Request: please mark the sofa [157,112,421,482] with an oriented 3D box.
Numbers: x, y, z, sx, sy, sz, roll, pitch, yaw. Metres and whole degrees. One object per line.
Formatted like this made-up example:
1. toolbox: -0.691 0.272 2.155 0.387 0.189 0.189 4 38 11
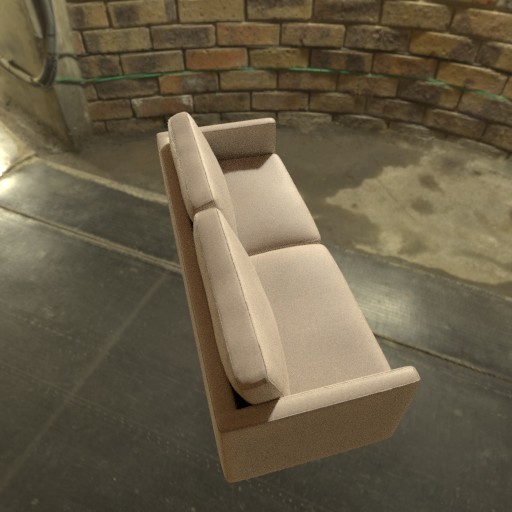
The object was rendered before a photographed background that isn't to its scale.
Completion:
1. sofa: 0.000 0.000 2.830 0.951 0.968 2.361 -11 48 -10
